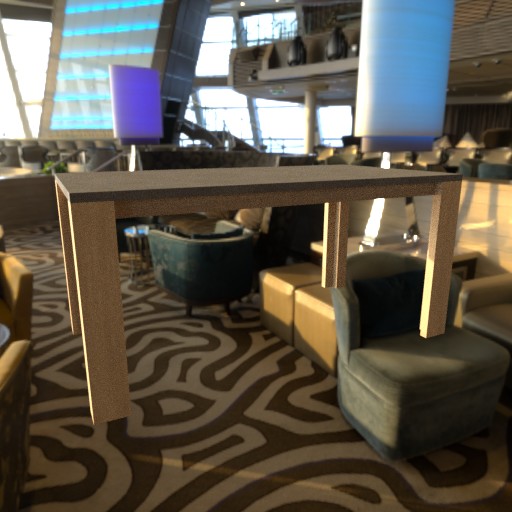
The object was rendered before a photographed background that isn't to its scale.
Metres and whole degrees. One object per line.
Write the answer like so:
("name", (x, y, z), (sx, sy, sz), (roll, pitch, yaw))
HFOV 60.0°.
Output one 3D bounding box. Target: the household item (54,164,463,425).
("household item", (0.000, 0.000, 2.061), (1.600, 0.755, 0.850), (-7, 16, -25))
